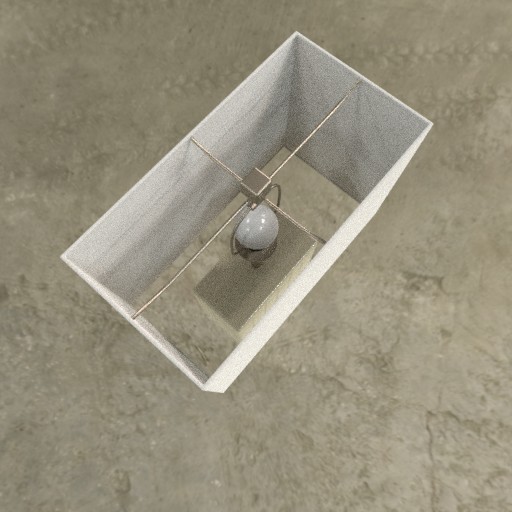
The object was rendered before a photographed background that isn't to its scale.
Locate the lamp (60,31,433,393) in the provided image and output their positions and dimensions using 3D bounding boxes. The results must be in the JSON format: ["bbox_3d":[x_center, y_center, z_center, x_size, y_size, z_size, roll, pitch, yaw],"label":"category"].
[{"bbox_3d":[0.000,0.000,0.706,0.200,0.515,0.380,39,76,11],"label":"lamp"}]
